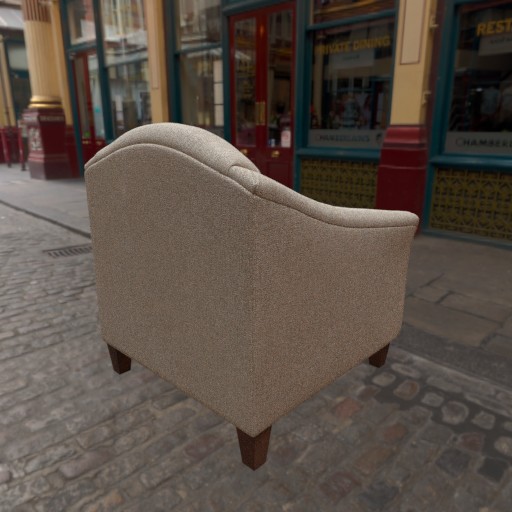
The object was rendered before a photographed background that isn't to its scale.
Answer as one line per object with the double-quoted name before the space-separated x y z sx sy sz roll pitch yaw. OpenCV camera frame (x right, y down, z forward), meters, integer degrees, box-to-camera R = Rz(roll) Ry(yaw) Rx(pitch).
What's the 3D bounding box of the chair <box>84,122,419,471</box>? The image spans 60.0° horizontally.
"chair" 0.000 0.000 1.473 0.763 0.839 0.787 15 21 42
